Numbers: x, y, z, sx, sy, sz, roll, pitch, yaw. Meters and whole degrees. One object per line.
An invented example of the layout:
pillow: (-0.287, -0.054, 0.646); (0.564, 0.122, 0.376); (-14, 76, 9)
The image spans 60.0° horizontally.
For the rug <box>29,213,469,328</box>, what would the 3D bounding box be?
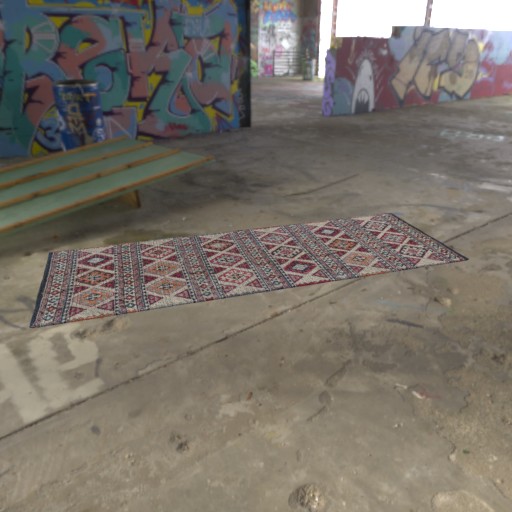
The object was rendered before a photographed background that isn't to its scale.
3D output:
rug: (0.000, 0.000, 2.630); (2.362, 0.008, 0.832); (-8, 27, -15)
